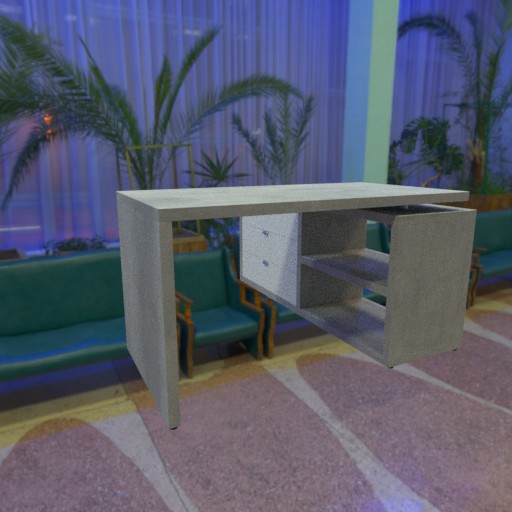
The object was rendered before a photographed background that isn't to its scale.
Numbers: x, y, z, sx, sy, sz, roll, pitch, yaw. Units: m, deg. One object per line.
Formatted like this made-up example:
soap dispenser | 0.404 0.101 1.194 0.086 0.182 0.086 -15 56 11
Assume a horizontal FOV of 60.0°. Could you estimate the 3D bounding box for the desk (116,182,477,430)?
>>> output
desk | 0.000 0.000 2.342 1.400 0.740 1.500 -7 15 -26
